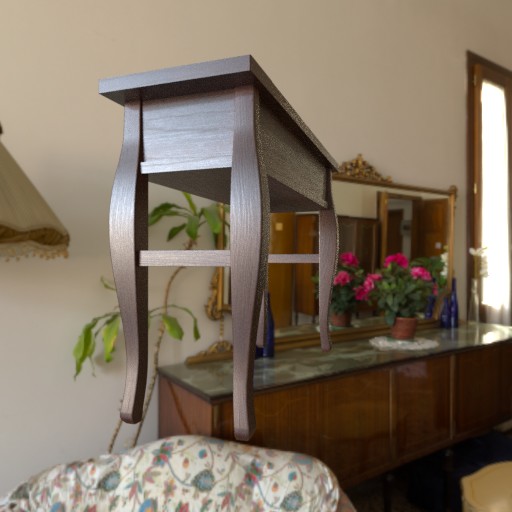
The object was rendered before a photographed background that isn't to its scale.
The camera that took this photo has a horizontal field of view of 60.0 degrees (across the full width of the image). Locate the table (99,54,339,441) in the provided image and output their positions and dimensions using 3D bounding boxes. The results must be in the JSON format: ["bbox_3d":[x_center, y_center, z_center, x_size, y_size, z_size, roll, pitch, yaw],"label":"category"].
[{"bbox_3d":[0.000,0.000,1.409,0.373,0.768,1.062,0,0,20],"label":"table"}]
